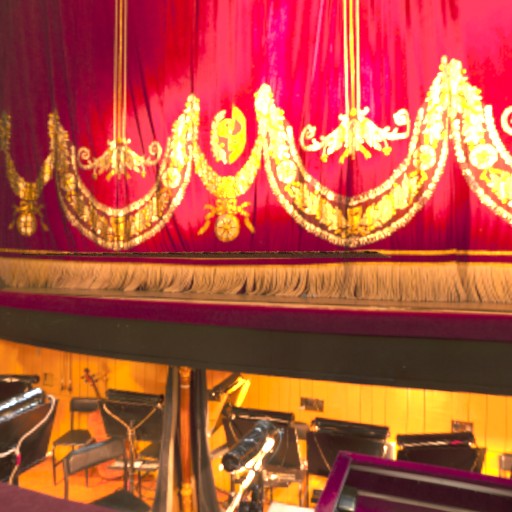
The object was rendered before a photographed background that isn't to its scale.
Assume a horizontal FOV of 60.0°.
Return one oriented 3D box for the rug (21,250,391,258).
[{"bbox_3d":[0.000,0.000,2.246,1.278,0.009,1.726,0,-1,18],"label":"rug"}]
